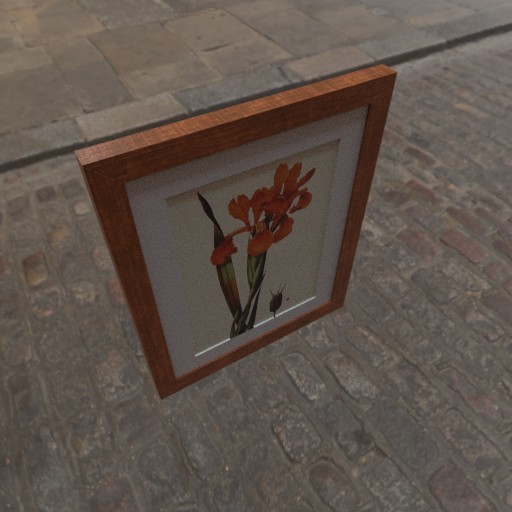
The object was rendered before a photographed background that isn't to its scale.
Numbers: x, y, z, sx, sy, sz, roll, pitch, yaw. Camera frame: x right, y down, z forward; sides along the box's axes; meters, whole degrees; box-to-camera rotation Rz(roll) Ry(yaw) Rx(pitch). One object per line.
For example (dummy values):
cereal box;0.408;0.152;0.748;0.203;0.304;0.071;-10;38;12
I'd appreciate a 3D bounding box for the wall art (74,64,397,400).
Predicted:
wall art;0.000;0.000;0.787;0.467;0.567;0.033;-23;50;-21
